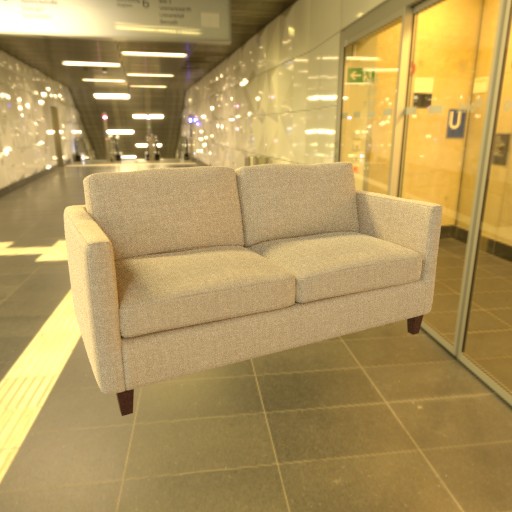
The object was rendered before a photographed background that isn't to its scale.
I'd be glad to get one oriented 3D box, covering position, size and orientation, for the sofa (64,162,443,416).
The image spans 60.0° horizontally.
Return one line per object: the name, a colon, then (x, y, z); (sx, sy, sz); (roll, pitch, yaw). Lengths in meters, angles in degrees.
sofa: (0.000, 0.000, 2.473); (1.884, 0.963, 0.950); (-8, 18, -26)
